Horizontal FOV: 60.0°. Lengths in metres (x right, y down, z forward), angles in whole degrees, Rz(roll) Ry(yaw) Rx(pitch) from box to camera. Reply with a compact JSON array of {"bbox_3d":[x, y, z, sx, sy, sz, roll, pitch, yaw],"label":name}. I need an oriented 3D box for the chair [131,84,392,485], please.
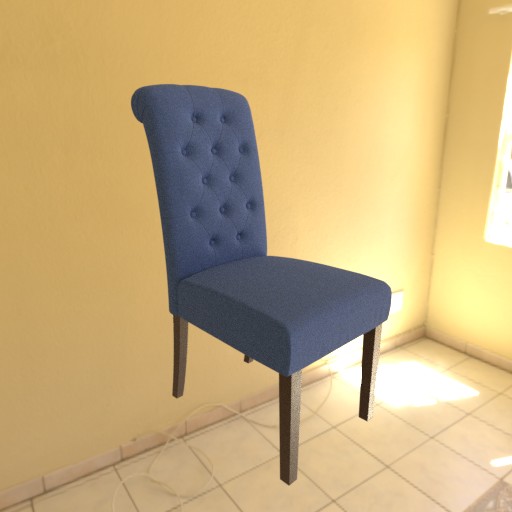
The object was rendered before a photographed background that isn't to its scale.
[{"bbox_3d":[0.000,0.000,1.345,0.456,1.006,0.671,-15,22,-43],"label":"chair"}]
